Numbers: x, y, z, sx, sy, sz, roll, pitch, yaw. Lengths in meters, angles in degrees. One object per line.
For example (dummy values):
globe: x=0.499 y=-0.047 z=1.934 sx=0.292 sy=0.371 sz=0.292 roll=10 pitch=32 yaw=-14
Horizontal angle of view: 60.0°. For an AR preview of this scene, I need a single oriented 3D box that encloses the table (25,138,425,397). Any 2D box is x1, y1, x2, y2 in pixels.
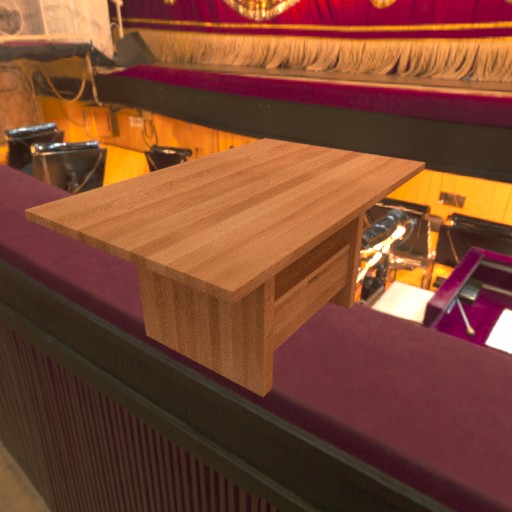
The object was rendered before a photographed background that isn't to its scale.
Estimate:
table: x=0.000 y=0.000 z=1.488 sx=0.700 sy=0.510 sz=1.100 roll=18 pitch=32 yaw=32
